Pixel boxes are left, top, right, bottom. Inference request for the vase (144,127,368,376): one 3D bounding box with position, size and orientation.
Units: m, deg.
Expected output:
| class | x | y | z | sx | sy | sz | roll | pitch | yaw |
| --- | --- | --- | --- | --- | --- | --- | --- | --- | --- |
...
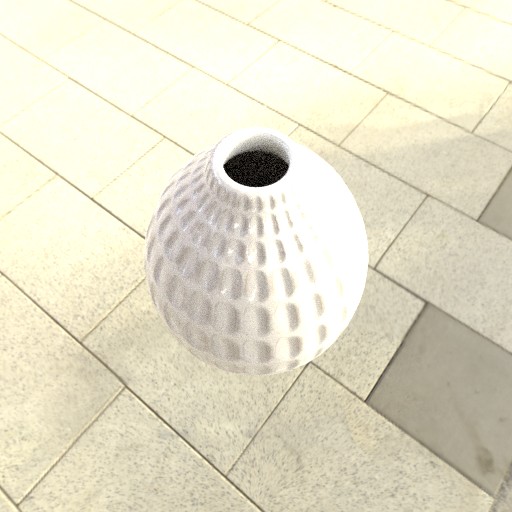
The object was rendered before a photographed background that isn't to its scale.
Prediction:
| class | x | y | z | sx | sy | sz | roll | pitch | yaw |
| --- | --- | --- | --- | --- | --- | --- | --- | --- | --- |
| vase | 0.000 | 0.000 | 0.258 | 0.128 | 0.167 | 0.128 | 0 | 61 | 0 |
